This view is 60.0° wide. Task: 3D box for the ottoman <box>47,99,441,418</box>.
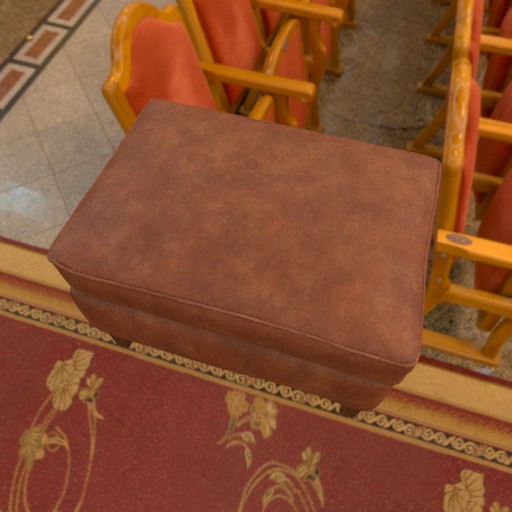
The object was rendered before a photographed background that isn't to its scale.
[{"bbox_3d":[0.000,0.000,0.978,0.665,0.418,0.501,15,59,9],"label":"ottoman"}]
